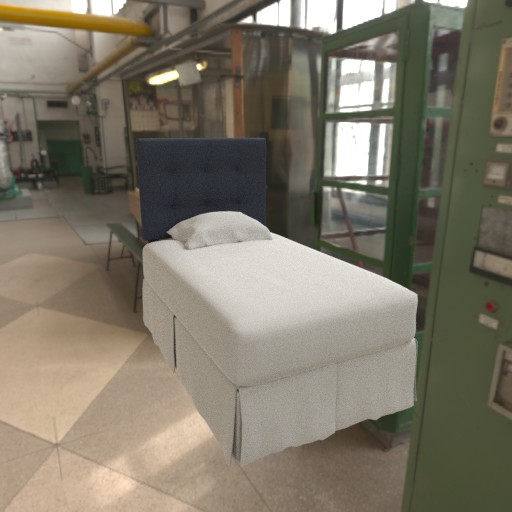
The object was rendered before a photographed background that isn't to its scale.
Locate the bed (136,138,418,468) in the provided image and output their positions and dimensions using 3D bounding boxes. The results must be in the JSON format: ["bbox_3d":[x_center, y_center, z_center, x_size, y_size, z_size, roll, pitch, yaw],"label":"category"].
[{"bbox_3d":[0.000,0.000,3.083,1.261,1.571,1.997,-8,17,-26],"label":"bed"}]
